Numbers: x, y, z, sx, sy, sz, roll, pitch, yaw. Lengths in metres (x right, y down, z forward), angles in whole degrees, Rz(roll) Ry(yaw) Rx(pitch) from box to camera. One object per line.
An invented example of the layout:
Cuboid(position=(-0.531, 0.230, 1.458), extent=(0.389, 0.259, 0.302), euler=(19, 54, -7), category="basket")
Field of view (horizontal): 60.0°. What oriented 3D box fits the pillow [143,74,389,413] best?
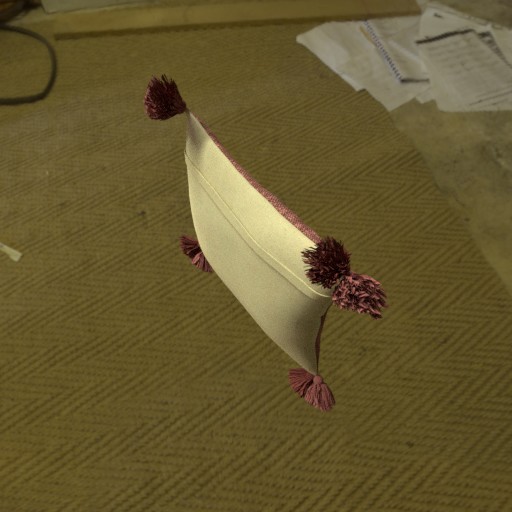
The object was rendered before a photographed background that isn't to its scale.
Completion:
Cuboid(position=(0.000, 0.000, 0.968), extent=(0.138, 0.659, 0.641), euler=(-32, 63, -19), category="pillow")
